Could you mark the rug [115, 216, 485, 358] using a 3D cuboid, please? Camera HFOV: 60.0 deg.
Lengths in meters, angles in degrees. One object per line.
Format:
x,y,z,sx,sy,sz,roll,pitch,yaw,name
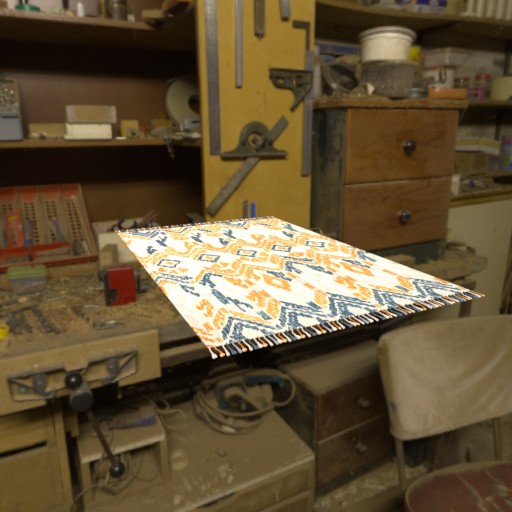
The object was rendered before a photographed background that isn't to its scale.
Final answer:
0.000,0.000,3.070,1.533,0.010,2.428,-8,18,-25,rug
